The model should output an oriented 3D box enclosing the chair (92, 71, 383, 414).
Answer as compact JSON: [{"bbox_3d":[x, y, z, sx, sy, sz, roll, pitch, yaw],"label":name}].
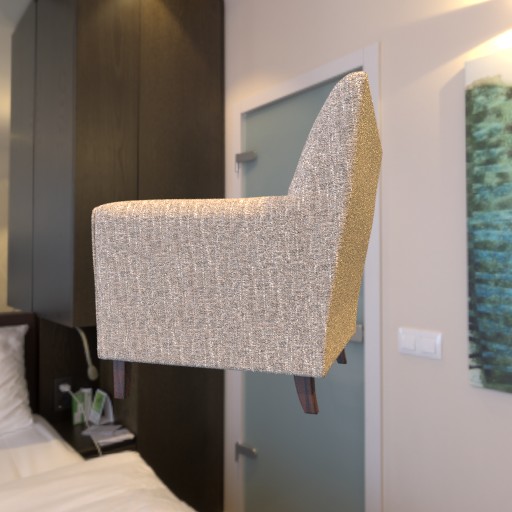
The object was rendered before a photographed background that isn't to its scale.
[{"bbox_3d":[0.000,0.000,1.646,0.873,0.928,0.864,0,-1,19],"label":"chair"}]
